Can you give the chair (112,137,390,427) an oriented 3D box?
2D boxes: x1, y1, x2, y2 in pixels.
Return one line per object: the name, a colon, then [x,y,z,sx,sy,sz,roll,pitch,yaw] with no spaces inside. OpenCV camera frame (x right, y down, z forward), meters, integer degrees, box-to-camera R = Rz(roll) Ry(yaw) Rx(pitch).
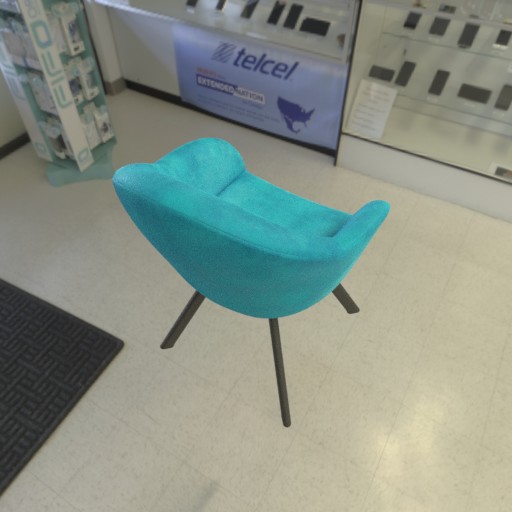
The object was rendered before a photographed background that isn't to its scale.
chair: [0.000,0.000,1.183,0.550,0.795,0.590,26,52,22]
